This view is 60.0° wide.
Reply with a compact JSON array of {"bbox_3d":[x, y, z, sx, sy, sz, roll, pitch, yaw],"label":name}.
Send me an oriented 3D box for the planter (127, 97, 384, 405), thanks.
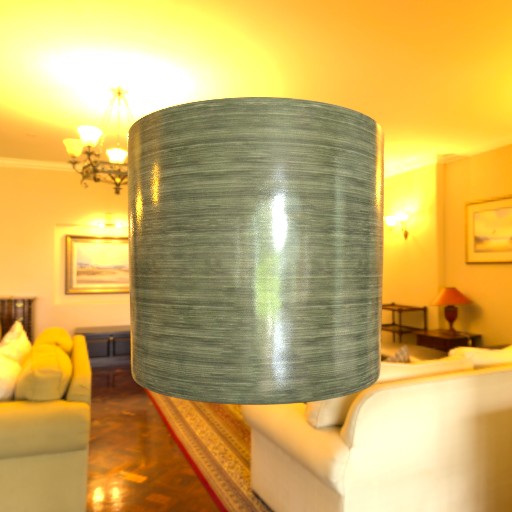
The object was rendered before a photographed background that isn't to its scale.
[{"bbox_3d":[0.000,0.000,0.395,0.221,0.201,0.221,0,-2,0],"label":"planter"}]
